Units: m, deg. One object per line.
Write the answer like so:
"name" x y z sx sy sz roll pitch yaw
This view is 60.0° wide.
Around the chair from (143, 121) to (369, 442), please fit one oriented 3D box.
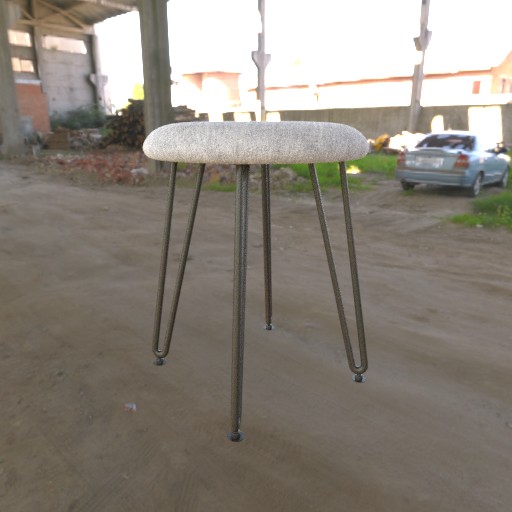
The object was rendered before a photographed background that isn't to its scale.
"chair" 0.000 0.000 0.665 0.350 0.386 0.350 2 16 9
